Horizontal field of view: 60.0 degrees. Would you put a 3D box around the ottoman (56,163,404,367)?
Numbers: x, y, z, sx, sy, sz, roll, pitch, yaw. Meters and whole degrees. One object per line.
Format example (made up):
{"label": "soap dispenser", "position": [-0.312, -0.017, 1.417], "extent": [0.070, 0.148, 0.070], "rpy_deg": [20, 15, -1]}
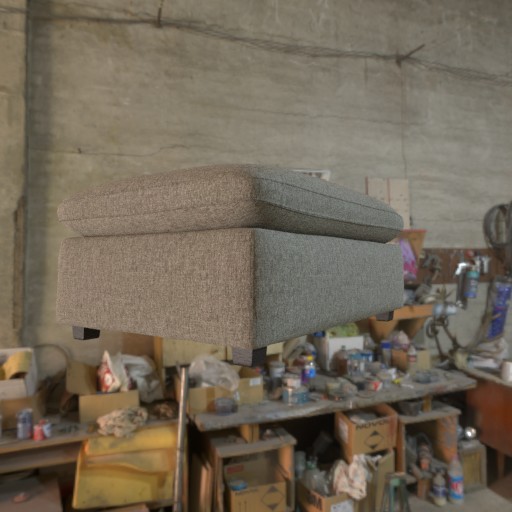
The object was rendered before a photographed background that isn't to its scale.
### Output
{"label": "ottoman", "position": [0.000, 0.000, 1.386], "extent": [0.694, 0.451, 0.977], "rpy_deg": [-1, -1, 34]}
